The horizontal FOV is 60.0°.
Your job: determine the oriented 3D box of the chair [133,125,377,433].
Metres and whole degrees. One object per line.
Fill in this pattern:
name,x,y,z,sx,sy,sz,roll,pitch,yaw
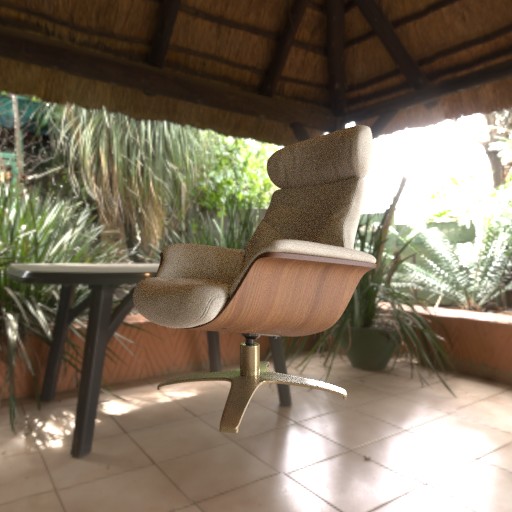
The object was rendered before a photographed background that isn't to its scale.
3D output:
chair,0.000,0.000,1.634,0.837,0.995,0.785,-1,1,-35
